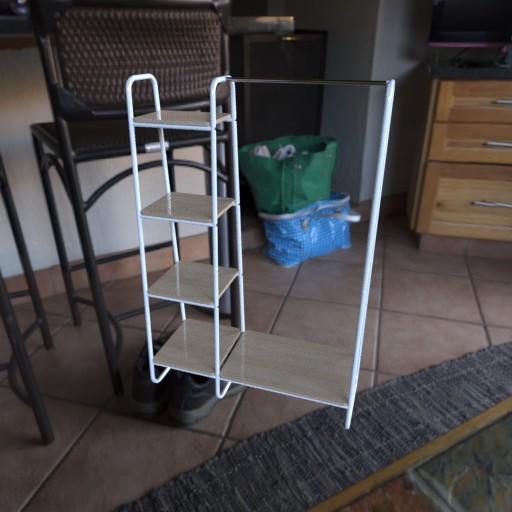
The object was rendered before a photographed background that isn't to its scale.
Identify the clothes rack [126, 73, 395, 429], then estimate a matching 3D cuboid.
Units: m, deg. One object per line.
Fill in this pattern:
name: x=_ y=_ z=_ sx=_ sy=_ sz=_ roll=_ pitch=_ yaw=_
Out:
clothes rack: x=0.000 y=0.000 z=2.001 sx=1.011 sy=1.500 sz=0.400 roll=8 pitch=27 yaw=16
